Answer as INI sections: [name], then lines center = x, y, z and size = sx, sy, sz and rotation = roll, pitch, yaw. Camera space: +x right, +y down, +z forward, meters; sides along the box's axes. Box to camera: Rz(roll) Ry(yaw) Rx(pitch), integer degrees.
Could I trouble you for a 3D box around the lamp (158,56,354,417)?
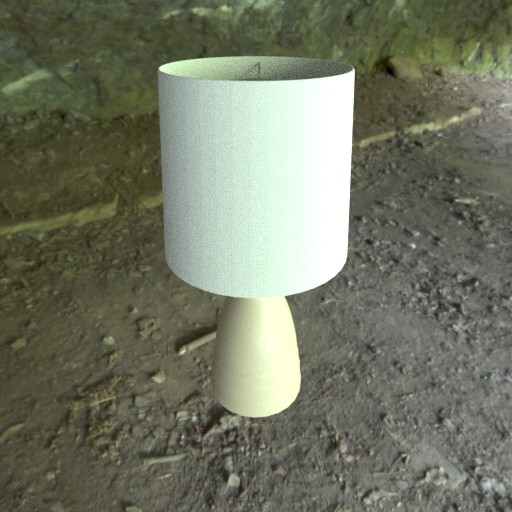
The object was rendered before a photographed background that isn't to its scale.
[lamp]
center = 0.000, 0.000, 0.467
size = 0.186, 0.369, 0.186
rotation = 0, 30, 0
